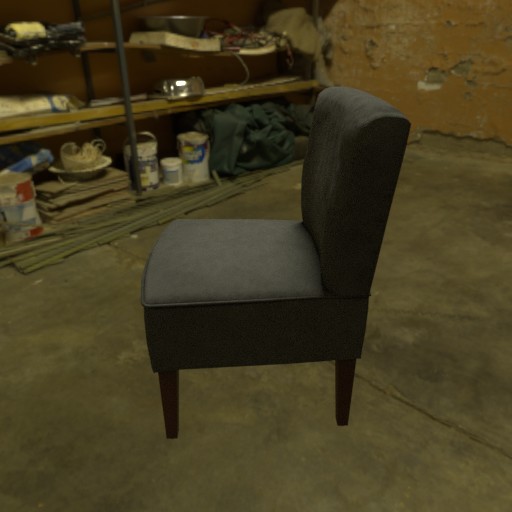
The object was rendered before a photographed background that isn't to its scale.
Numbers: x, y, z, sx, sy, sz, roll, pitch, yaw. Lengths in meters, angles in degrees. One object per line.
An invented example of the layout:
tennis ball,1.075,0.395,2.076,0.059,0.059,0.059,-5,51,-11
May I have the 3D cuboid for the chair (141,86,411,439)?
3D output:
chair,0.000,0.000,1.165,0.554,0.806,0.521,-1,26,-1
